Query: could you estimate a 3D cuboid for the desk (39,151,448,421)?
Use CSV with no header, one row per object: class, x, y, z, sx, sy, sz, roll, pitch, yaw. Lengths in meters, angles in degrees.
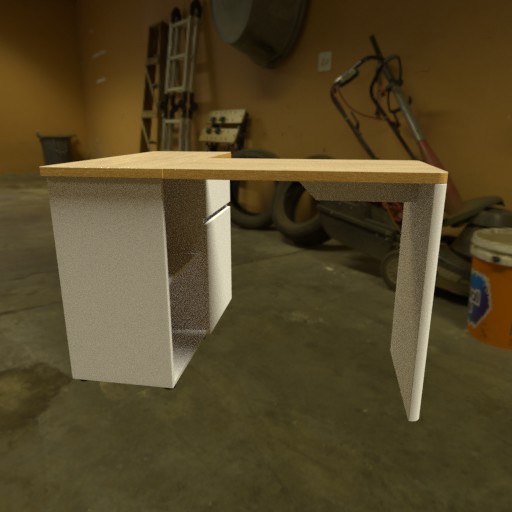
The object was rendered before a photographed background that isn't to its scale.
desk,0.000,0.000,1.769,1.170,0.760,0.900,3,16,9
